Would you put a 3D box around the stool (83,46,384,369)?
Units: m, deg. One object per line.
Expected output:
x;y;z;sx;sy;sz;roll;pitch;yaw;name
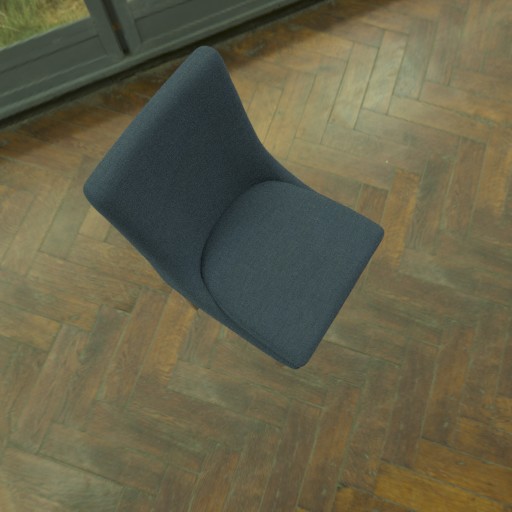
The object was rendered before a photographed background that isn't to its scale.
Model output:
0.000;0.000;1.358;0.577;1.078;0.470;32;77;9;stool
